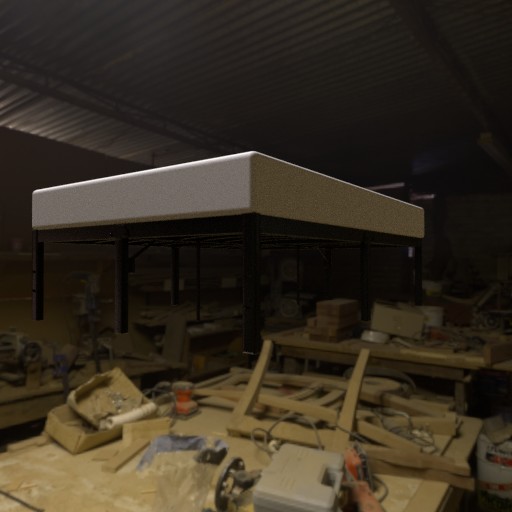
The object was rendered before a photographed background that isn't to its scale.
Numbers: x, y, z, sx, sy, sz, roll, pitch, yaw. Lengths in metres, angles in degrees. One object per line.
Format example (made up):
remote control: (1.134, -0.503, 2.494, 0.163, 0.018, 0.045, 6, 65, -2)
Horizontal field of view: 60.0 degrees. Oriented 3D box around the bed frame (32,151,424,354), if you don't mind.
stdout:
bed frame: (0.000, 0.000, 2.618, 1.408, 0.659, 1.956, 0, -1, 36)
